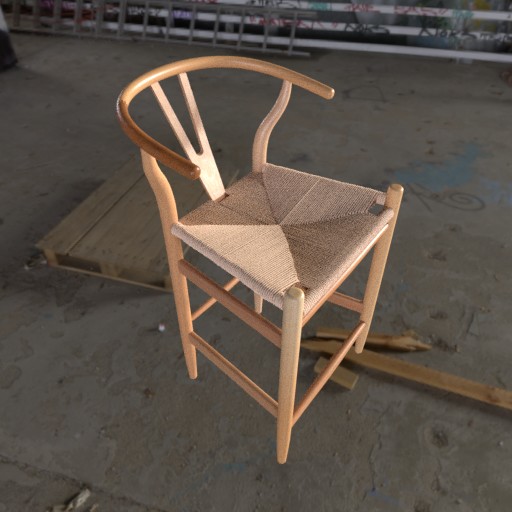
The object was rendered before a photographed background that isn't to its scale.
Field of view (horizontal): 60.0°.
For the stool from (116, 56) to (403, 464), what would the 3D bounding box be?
[{"bbox_3d":[0.000,0.000,1.237,0.575,0.923,0.536,25,46,27],"label":"stool"}]
